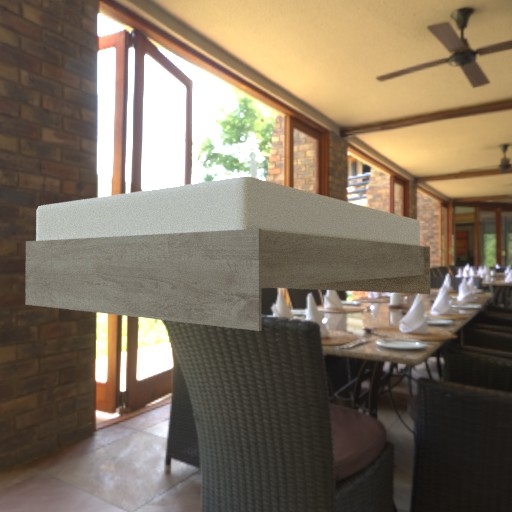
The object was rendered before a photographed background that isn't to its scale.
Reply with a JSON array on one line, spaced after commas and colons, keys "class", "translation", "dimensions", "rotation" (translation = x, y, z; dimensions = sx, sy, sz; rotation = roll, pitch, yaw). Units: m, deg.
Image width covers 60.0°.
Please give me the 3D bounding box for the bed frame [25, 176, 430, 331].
[{"class": "bed frame", "translation": [0.000, 0.000, 2.587], "dimensions": [1.445, 0.497, 1.945], "rotation": [-1, -1, 36]}]
